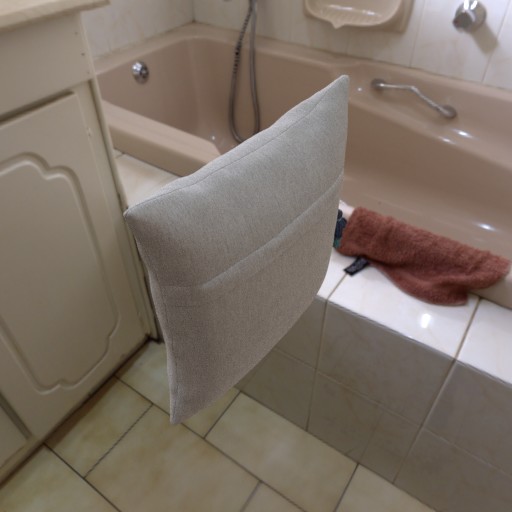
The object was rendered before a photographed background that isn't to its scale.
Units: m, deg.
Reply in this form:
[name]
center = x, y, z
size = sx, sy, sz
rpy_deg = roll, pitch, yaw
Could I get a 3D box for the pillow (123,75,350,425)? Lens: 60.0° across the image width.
[pillow]
center = 0.000, 0.000, 0.691
size = 0.173, 0.436, 0.433
rpy_deg = 27, 49, 26
